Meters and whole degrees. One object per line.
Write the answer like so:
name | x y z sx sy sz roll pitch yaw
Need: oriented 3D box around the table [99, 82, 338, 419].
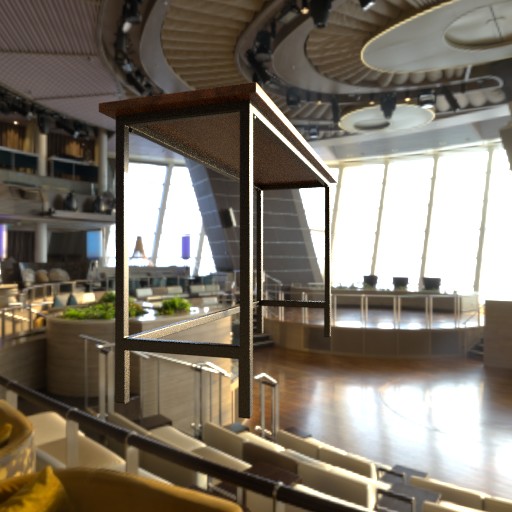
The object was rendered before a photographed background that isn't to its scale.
table | 0.000 0.000 1.585 0.408 0.740 1.204 0 0 19
